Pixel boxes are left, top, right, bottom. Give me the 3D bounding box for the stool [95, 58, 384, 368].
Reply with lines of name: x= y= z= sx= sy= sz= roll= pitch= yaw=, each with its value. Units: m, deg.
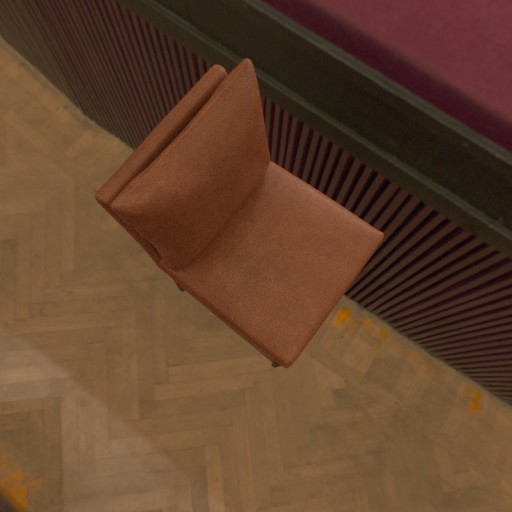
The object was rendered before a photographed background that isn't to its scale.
stool: x=0.000 y=0.000 z=1.422 sx=0.571 sy=1.124 sz=0.463 roll=36 pitch=78 yaw=9
